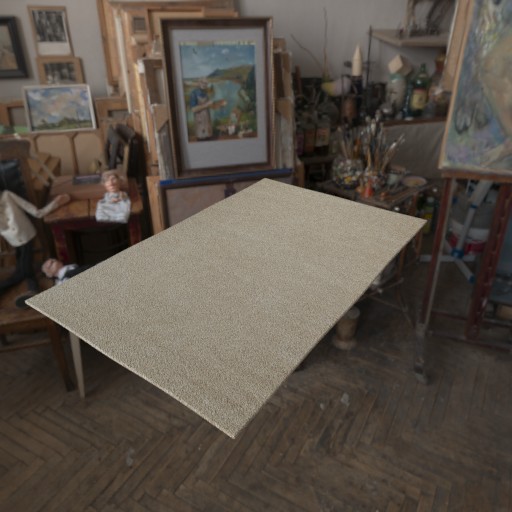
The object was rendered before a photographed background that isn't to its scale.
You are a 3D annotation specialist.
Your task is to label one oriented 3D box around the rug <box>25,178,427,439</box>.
[{"bbox_3d":[0.000,0.000,2.926,1.500,0.025,2.346,21,37,30],"label":"rug"}]
